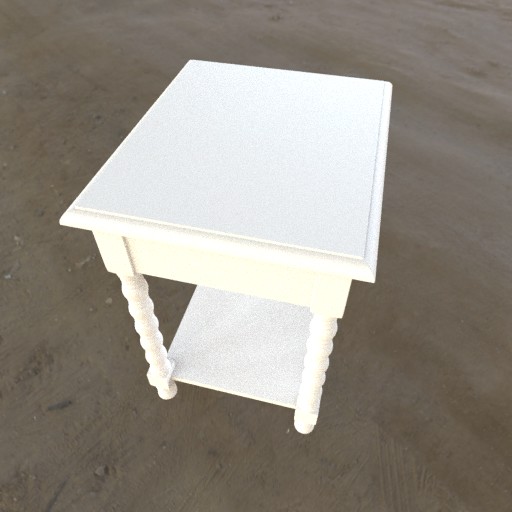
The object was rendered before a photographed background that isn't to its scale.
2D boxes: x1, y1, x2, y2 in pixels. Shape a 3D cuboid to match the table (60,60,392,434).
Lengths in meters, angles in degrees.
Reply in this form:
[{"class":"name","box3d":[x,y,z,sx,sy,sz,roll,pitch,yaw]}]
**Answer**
[{"class":"table","box3d":[0.000,0.000,0.844,0.381,0.531,0.460,10,48,10]}]
